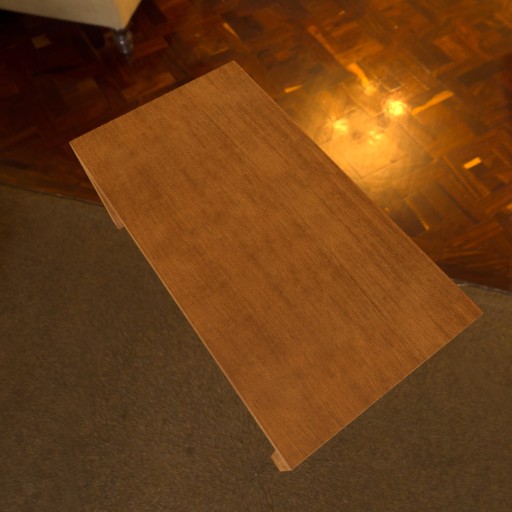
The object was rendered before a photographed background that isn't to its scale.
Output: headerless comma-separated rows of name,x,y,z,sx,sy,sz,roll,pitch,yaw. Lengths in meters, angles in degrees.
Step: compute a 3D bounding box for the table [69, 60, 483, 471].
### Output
table,0.000,0.000,1.296,0.549,0.419,1.000,-33,68,-15
